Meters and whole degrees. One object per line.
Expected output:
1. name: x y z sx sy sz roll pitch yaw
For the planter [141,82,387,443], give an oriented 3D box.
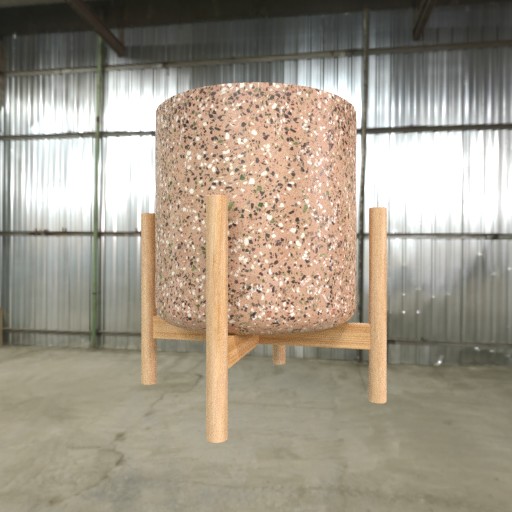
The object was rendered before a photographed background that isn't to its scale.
1. planter: 0.000 0.000 0.685 0.360 0.419 0.360 0 0 37
